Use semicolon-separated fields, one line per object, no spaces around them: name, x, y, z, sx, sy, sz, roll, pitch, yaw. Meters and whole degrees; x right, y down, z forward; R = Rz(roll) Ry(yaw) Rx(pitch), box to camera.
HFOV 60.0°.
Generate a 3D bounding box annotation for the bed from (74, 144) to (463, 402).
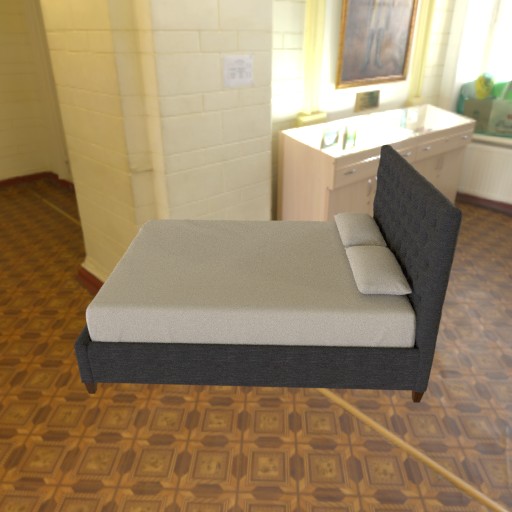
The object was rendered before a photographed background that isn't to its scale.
bed;0.000;0.000;3.528;2.387;1.427;1.698;1;26;2
